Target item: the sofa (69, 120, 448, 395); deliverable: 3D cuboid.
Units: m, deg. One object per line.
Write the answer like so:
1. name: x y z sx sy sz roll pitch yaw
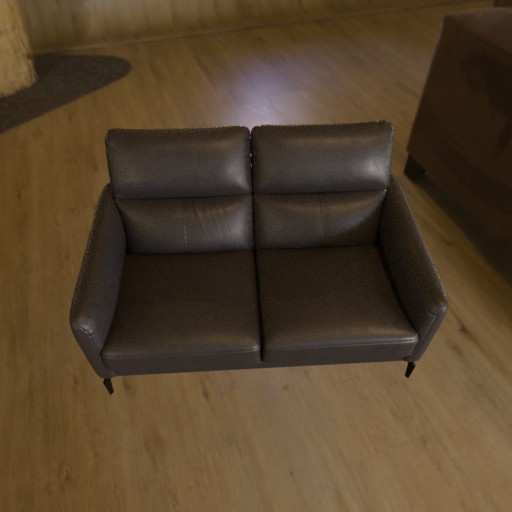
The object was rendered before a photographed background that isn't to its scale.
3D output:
1. sofa: 0.000 0.000 2.151 1.596 0.920 0.958 -2 46 -2
